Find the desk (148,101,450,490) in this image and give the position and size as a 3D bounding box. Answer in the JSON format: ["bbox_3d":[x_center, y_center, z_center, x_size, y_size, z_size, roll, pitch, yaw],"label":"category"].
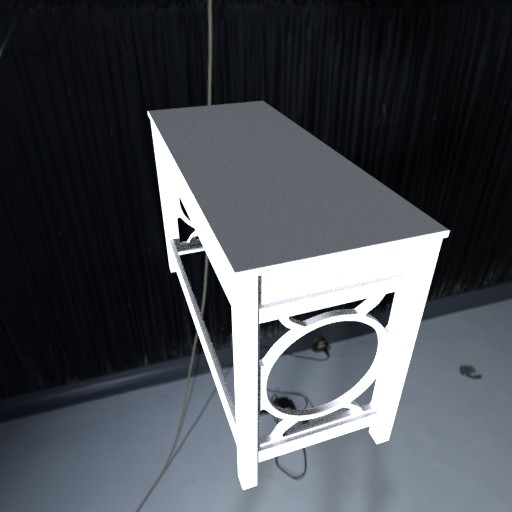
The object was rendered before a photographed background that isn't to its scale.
[{"bbox_3d":[0.000,0.000,1.581,0.504,0.762,1.191,-11,35,-16],"label":"desk"}]
